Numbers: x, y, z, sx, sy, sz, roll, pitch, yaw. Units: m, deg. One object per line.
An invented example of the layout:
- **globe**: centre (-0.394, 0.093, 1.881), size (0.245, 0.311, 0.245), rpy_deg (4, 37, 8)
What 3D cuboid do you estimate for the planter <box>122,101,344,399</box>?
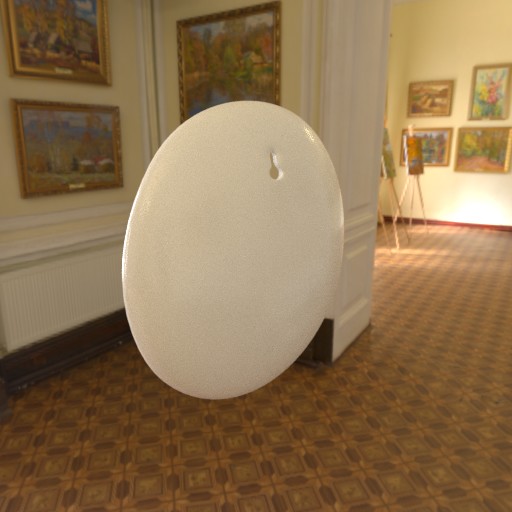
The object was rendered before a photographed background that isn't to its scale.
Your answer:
- **planter**: centre (0.000, 0.000, 0.283), size (0.185, 0.188, 0.043), rpy_deg (-14, 20, -43)
